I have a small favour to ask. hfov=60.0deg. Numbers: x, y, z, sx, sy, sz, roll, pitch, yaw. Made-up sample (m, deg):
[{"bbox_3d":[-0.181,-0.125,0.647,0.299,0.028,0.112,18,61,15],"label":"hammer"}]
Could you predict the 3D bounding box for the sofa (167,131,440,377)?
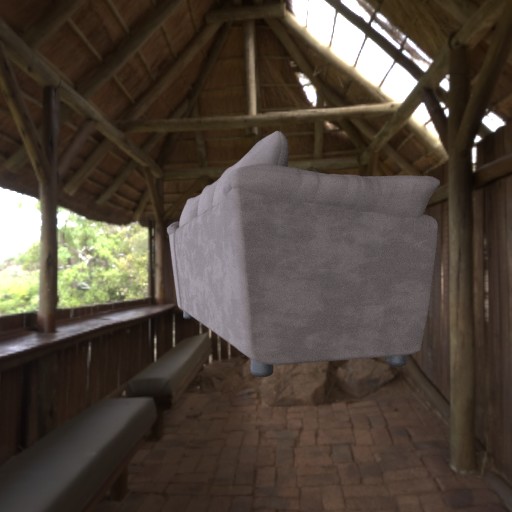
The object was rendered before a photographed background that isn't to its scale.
[{"bbox_3d":[0.000,0.000,2.763,0.893,0.981,2.377,0,-1,-17],"label":"sofa"}]
